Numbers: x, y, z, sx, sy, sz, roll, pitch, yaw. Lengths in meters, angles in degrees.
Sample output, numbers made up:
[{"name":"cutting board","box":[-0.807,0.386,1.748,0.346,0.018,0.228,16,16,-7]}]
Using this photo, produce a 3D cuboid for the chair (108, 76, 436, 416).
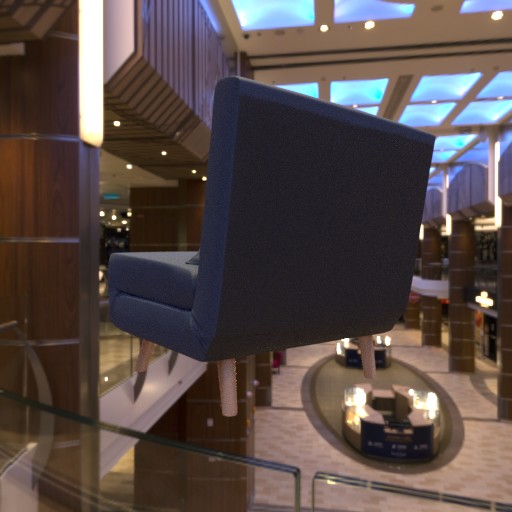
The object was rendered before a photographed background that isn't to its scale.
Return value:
[{"name":"chair","box":[0.000,0.000,1.509,0.770,0.808,0.900,0,0,-37]}]
